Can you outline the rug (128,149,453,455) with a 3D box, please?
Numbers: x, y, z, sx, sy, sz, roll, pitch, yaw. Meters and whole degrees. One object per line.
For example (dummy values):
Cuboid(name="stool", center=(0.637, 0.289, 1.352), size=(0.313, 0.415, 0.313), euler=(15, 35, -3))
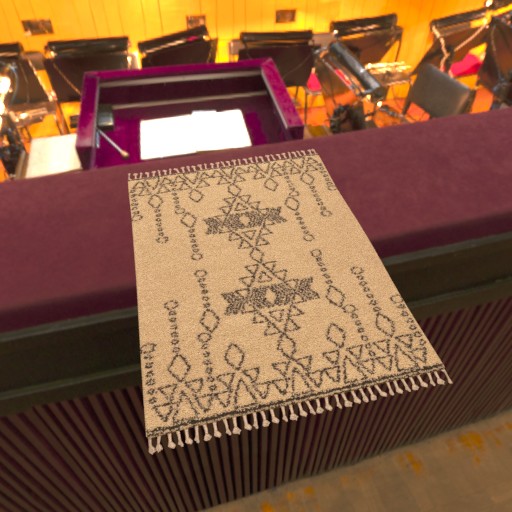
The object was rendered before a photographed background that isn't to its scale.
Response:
Cuboid(name="rug", center=(0.000, 0.000, 3.943), size=(2.125, 0.028, 3.027), euler=(-10, 48, -9))
